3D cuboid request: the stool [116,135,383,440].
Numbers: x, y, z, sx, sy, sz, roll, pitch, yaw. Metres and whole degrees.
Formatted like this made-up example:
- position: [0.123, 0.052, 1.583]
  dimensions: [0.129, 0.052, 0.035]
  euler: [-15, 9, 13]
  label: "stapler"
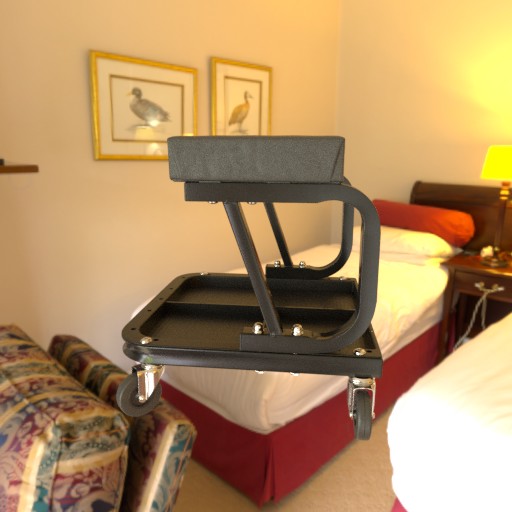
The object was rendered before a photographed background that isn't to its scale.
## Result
- position: [0.000, 0.000, 0.739]
  dimensions: [0.371, 0.380, 0.446]
  euler: [2, 14, 7]
  label: "stool"
